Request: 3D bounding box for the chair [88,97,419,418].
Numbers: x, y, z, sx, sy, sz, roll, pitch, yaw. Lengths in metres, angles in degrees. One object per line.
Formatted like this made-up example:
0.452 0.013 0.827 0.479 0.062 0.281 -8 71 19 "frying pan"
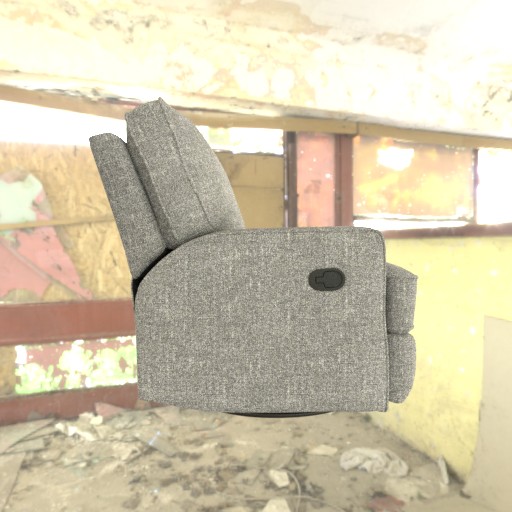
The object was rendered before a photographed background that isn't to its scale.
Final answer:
0.000 0.000 1.648 0.964 0.962 0.861 0 2 1 "chair"
